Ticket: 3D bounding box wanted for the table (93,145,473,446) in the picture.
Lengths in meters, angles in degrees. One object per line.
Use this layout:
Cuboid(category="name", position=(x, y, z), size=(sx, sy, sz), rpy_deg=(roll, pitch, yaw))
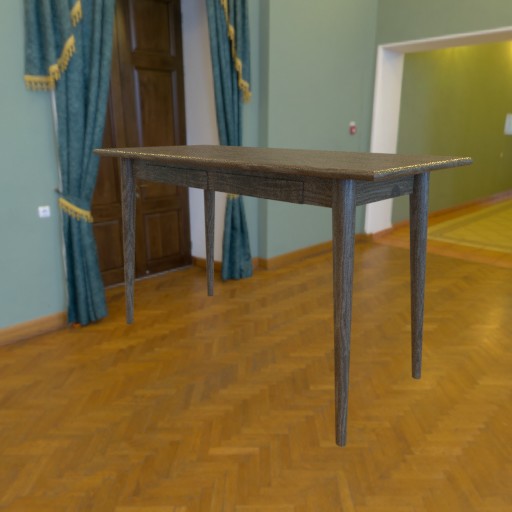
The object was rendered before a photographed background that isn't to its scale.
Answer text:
Cuboid(category="table", position=(0.000, 0.000, 1.714), size=(1.300, 0.780, 0.599), rpy_deg=(15, 22, 42))
